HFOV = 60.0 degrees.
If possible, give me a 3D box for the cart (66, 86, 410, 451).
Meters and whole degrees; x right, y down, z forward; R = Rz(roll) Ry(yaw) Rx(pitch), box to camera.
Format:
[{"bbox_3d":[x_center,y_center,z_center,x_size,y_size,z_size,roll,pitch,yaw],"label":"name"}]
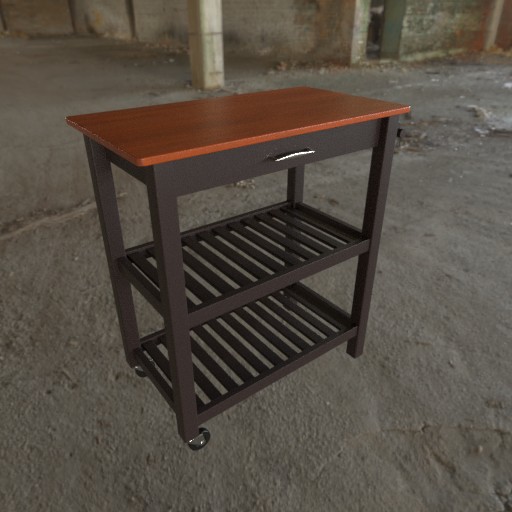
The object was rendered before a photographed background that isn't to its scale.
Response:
[{"bbox_3d":[0.000,0.000,1.451,0.899,0.927,0.457,-20,35,-32],"label":"cart"}]
